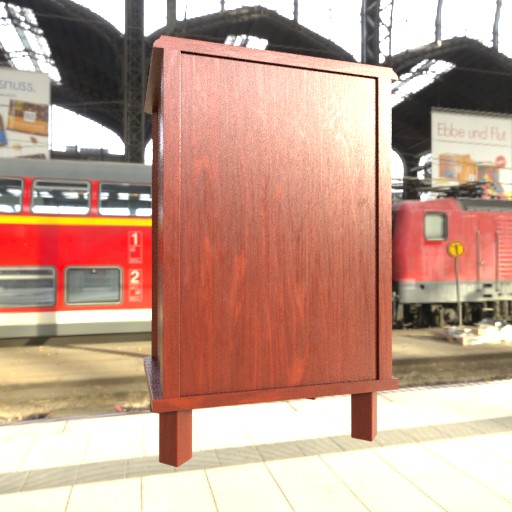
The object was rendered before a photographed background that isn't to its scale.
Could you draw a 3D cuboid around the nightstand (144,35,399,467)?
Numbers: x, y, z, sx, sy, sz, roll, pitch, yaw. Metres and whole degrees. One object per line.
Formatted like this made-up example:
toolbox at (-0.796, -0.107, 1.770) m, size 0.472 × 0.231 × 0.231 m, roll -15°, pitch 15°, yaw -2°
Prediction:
nightstand at (0.000, 0.000, 0.910) m, size 0.435 × 0.681 × 0.351 m, roll 0°, pitch -1°, yaw -17°
